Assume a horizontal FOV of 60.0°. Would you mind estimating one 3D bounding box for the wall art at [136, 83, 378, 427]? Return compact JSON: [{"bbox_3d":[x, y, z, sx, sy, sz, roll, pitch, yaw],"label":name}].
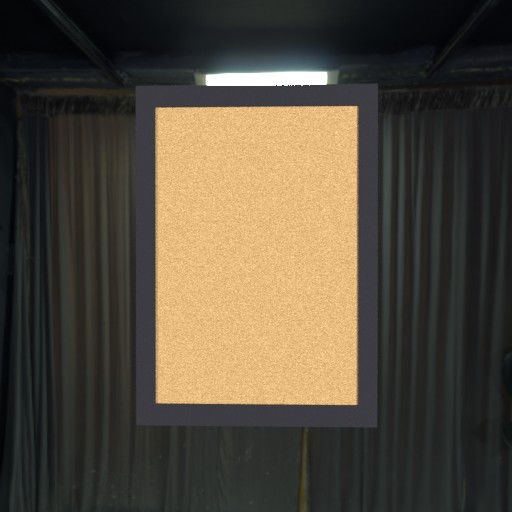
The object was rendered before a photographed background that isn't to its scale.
[{"bbox_3d":[0.000,0.000,0.691,0.374,0.529,0.012,0,0,1],"label":"wall art"}]
